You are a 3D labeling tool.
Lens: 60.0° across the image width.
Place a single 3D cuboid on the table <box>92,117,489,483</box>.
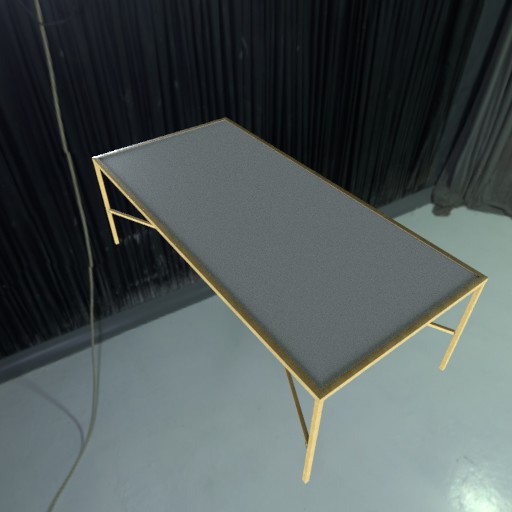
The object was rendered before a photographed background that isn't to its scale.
[{"bbox_3d":[0.000,0.000,1.494,0.580,0.398,1.206,-26,47,-27],"label":"table"}]
